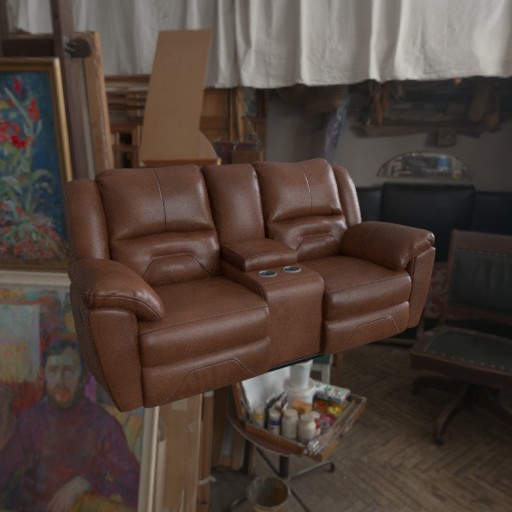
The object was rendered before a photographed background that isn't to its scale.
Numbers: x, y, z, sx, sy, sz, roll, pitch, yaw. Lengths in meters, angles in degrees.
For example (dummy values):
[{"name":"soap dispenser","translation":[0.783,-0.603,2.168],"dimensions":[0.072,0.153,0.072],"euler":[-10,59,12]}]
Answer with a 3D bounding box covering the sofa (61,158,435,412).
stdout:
[{"name":"sofa","translation":[0.000,0.000,2.626],"dimensions":[2.058,1.043,0.991],"euler":[-9,19,-28]}]
